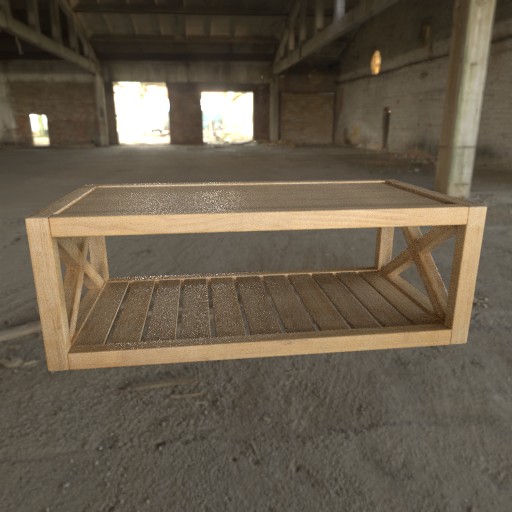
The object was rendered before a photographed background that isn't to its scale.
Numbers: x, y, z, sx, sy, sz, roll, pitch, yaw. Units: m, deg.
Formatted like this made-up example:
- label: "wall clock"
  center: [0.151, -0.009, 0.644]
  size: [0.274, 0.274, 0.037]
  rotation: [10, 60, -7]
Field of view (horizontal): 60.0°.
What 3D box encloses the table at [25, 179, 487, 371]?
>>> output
- label: "table"
  center: [0.000, 0.000, 1.620]
  size: [1.321, 0.457, 0.660]
  rotation: [-2, 17, -7]
